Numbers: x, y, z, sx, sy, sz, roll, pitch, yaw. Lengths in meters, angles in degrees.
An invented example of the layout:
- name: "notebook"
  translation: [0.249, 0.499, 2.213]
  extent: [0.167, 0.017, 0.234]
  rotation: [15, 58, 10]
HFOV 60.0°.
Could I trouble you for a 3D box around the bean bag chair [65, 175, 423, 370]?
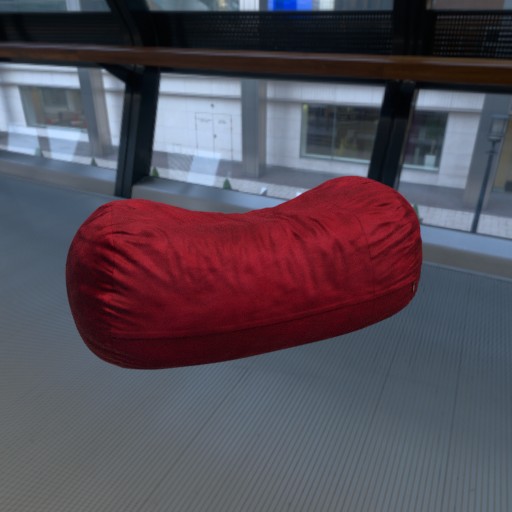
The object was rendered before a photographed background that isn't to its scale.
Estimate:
- name: "bean bag chair"
  translation: [0.000, 0.000, 2.863]
  extent: [2.293, 0.867, 1.216]
  rotation: [-9, 27, -17]
